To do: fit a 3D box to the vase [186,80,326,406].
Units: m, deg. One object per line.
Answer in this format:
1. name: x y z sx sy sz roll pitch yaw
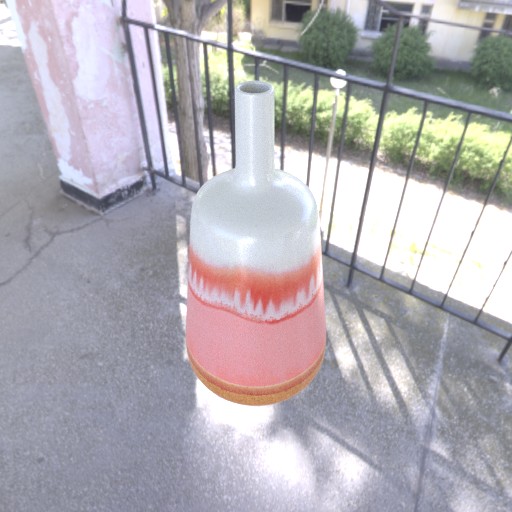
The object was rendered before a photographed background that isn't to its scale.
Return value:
1. vase: 0.000 0.000 0.390 0.144 0.296 0.144 0 41 0
